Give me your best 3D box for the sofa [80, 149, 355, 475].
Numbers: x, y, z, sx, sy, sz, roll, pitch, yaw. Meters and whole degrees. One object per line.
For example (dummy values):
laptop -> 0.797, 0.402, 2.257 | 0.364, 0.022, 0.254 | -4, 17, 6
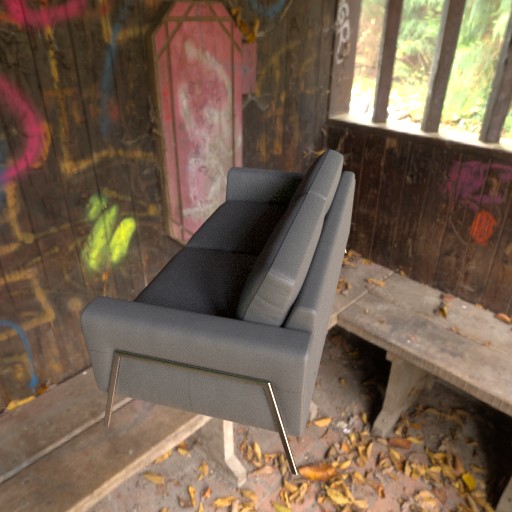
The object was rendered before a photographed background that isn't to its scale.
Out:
sofa -> 0.000, 0.000, 2.599 | 0.953, 0.875, 2.017 | 8, 30, 14
